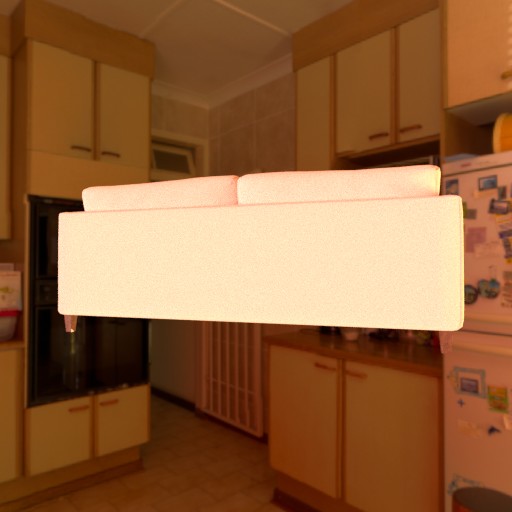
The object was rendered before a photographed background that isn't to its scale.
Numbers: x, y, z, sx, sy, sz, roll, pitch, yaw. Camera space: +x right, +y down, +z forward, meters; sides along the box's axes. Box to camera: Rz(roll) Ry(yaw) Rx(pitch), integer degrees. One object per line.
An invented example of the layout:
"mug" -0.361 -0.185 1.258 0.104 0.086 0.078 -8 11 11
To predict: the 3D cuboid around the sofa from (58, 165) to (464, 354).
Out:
"sofa" 0.000 0.000 2.877 2.361 0.962 0.951 0 -1 18
